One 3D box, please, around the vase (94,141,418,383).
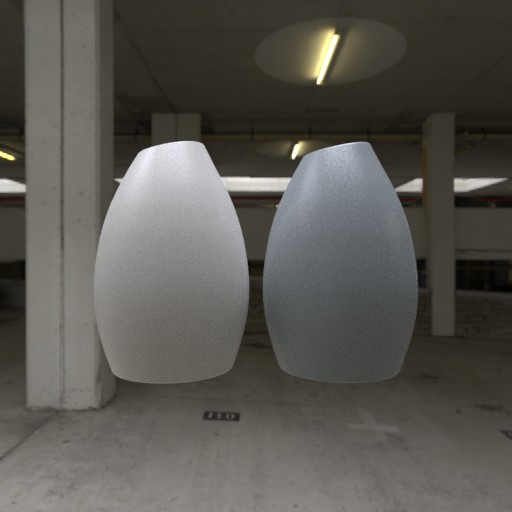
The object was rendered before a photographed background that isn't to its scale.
[{"bbox_3d":[0.000,0.000,0.263,0.187,0.131,0.089,0,0,0],"label":"vase"}]
